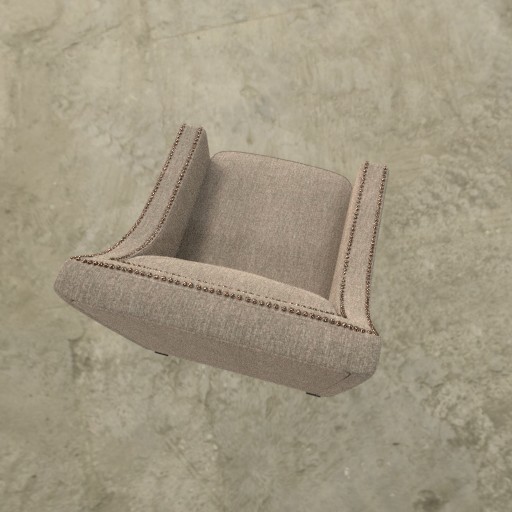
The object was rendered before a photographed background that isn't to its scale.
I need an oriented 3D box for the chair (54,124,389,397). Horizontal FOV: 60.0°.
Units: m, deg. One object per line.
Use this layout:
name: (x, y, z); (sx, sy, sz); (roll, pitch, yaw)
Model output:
chair: (0.000, 0.000, 1.586); (0.776, 0.967, 0.884); (13, 65, 6)
